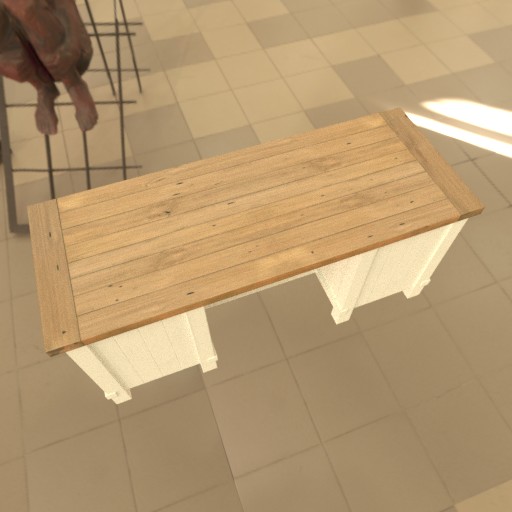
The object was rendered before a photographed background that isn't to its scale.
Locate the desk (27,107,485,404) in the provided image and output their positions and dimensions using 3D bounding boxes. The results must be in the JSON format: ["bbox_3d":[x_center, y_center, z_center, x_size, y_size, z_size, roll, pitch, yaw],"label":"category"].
[{"bbox_3d":[0.000,0.000,2.186,1.803,0.760,0.688,-18,59,-11],"label":"desk"}]
